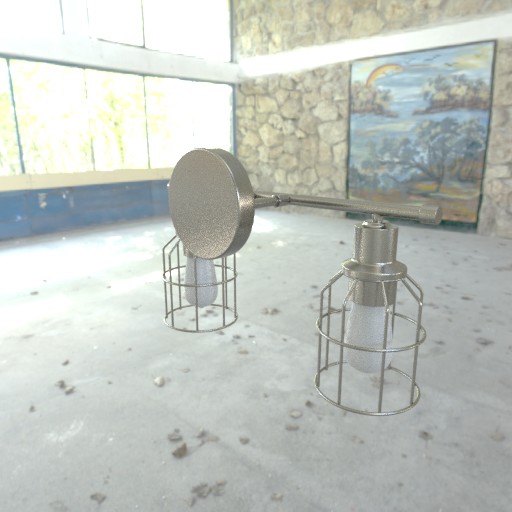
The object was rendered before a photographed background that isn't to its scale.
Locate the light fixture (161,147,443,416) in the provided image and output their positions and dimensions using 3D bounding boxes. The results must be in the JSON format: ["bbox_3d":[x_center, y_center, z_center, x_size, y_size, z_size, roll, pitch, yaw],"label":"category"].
[{"bbox_3d":[0.000,0.000,0.533,0.406,0.254,0.165,13,19,42],"label":"light fixture"}]
